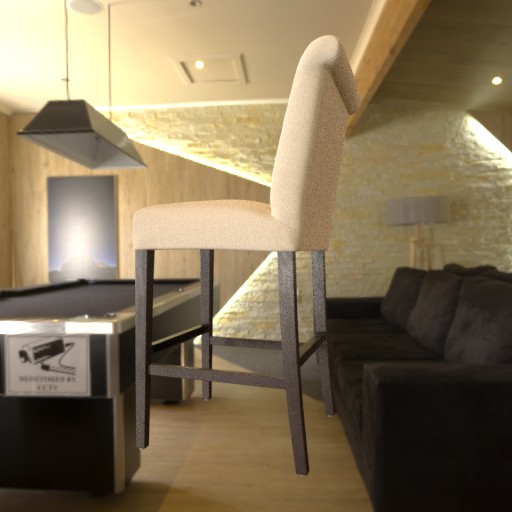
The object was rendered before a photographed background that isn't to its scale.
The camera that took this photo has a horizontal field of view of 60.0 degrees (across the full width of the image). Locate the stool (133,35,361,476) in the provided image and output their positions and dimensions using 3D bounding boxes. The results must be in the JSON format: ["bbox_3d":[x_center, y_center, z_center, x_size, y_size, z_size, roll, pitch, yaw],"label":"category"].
[{"bbox_3d":[0.000,0.000,1.401,0.610,1.118,0.482,0,1,19],"label":"stool"}]
